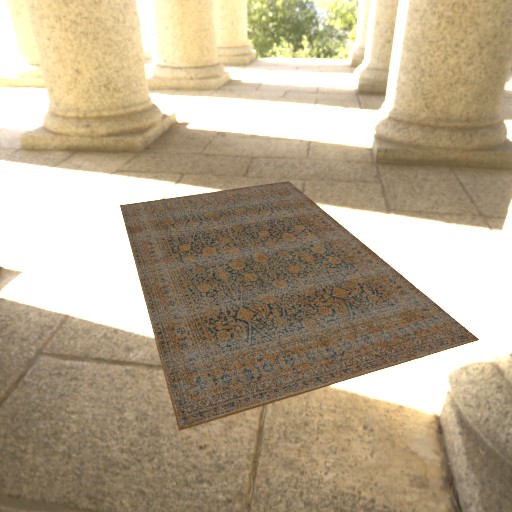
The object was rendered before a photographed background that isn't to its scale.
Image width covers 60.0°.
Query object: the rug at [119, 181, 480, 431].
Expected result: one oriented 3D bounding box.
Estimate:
[{"bbox_3d":[0.000,0.000,2.930,1.525,0.007,2.336,-11,32,-18],"label":"rug"}]
